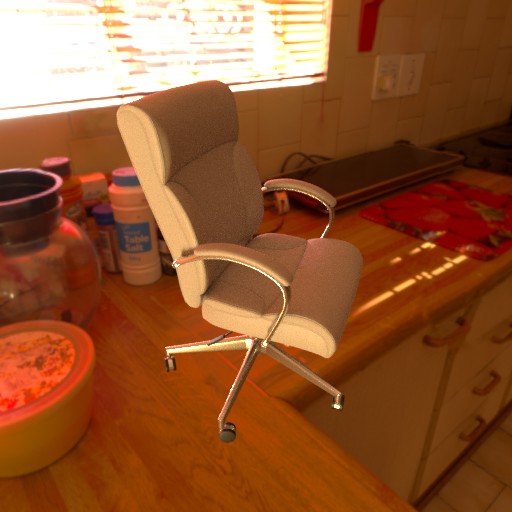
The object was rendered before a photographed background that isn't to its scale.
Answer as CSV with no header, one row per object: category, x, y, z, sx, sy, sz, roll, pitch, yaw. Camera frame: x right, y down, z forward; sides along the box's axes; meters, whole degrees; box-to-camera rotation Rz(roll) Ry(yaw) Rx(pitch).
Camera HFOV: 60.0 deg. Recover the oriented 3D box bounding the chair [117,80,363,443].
chair,0.000,0.000,1.570,0.745,1.099,0.727,10,30,18
